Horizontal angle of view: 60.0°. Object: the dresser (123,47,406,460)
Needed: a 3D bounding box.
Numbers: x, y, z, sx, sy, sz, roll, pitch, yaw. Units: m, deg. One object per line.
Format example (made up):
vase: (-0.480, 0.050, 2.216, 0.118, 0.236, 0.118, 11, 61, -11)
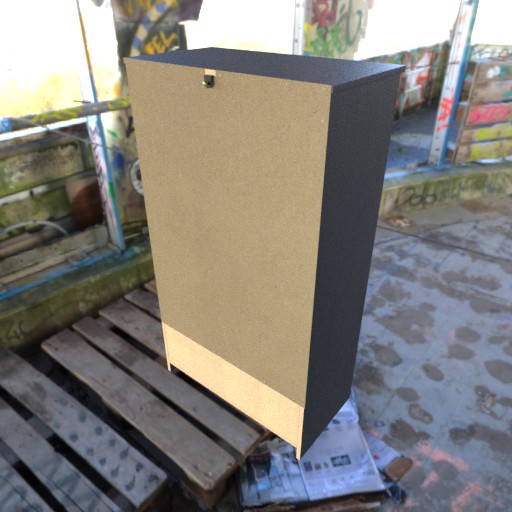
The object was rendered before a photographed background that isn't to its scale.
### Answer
dresser: (0.000, 0.000, 1.547, 0.704, 1.254, 0.418, 23, 38, 33)
